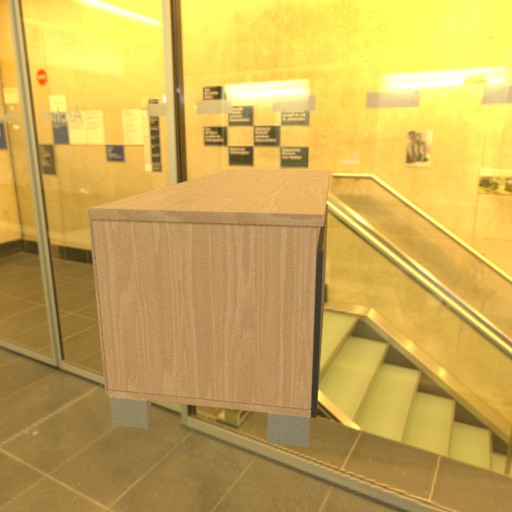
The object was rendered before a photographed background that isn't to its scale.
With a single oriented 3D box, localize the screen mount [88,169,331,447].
[{"bbox_3d":[0.000,0.000,1.302,0.406,0.432,1.084,2,15,9],"label":"screen mount"}]
